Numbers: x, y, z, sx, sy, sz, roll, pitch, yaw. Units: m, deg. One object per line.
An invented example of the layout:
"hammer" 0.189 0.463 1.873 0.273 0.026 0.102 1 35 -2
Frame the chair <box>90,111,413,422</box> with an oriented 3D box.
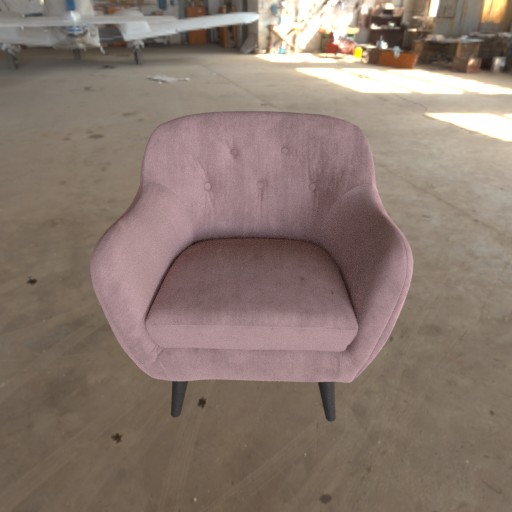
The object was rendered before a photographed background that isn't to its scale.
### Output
"chair" 0.000 0.000 1.525 0.840 0.820 0.820 1 30 2
